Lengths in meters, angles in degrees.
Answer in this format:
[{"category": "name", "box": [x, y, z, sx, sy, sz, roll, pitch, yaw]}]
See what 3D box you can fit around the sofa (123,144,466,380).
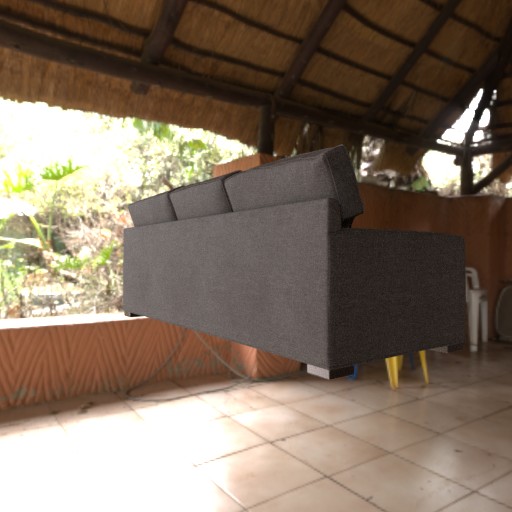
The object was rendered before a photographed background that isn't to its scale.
[{"category": "sofa", "box": [0.000, 0.000, 2.962, 1.004, 0.978, 2.369, 0, 0, -36]}]
